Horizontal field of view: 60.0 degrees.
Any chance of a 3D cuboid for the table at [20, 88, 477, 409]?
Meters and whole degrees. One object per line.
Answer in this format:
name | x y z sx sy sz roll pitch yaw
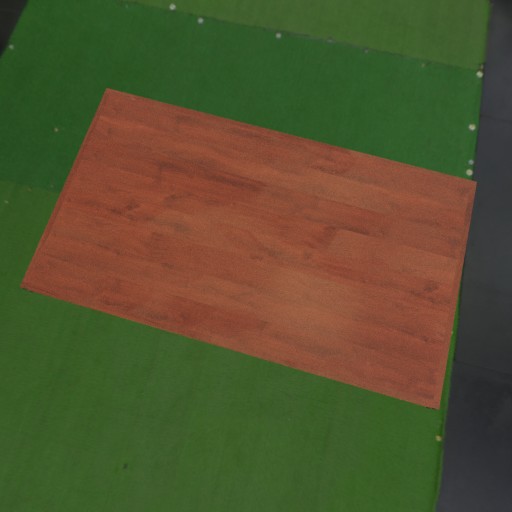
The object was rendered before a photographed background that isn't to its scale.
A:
table | 0.000 0.000 1.378 1.067 0.457 0.610 15 75 4
